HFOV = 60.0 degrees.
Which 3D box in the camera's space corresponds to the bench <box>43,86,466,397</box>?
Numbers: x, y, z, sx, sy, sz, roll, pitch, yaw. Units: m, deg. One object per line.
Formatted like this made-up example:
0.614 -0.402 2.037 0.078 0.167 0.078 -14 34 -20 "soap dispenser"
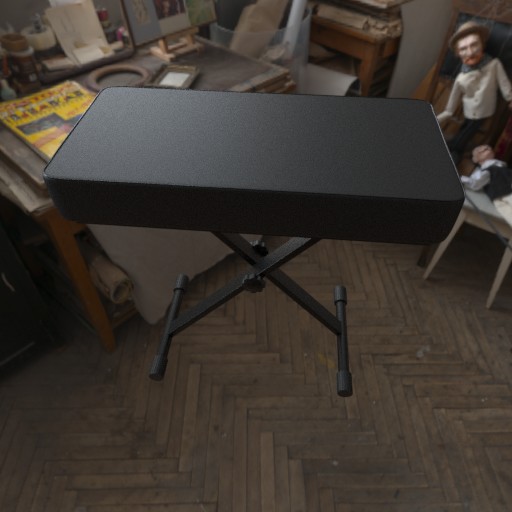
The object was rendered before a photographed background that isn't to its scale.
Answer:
0.000 0.000 0.910 0.600 0.561 0.300 4 46 4 "bench"
